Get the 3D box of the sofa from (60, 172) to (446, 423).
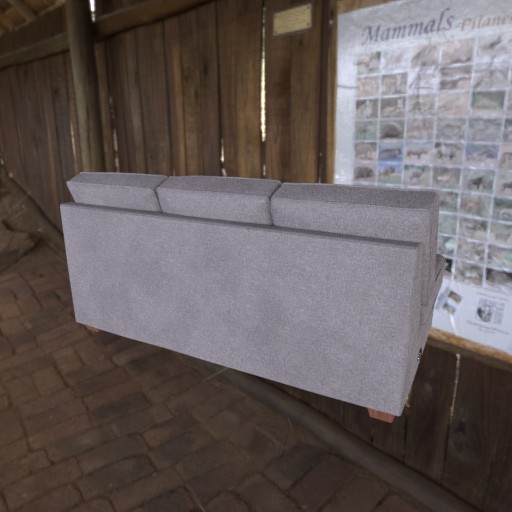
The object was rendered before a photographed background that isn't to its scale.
[{"bbox_3d":[0.000,0.000,2.531,1.962,0.973,1.027,9,19,27],"label":"sofa"}]
